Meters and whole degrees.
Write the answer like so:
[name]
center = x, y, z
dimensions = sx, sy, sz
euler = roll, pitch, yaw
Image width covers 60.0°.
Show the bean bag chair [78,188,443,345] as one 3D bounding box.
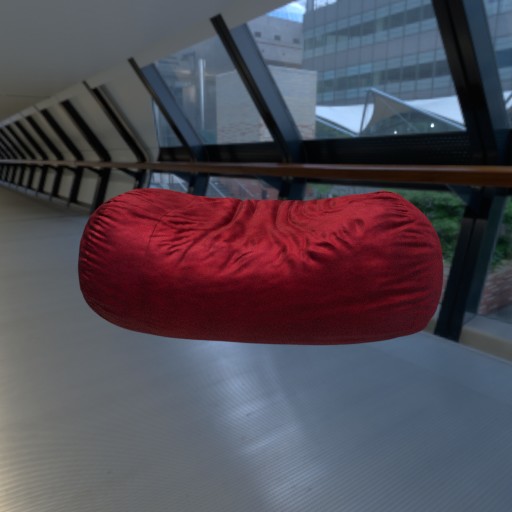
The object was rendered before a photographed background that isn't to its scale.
[bean bag chair]
center = 0.000, 0.000, 2.909
dimensions = 2.293, 0.867, 1.216
euler = 2, 14, 8
